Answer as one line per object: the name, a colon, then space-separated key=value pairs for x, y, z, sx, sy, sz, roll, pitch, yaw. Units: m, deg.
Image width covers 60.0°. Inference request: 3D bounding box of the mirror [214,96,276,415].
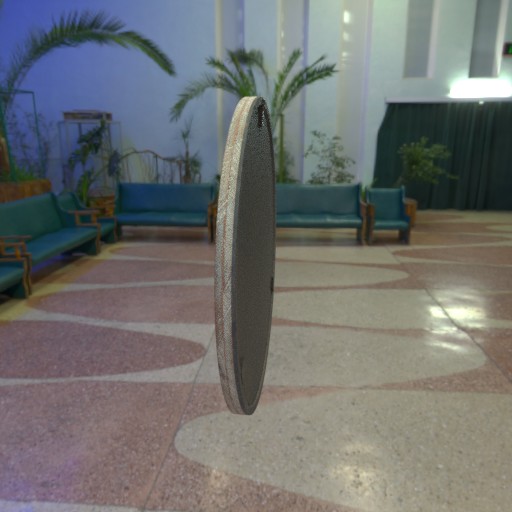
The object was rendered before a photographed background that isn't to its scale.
mirror: x=0.000 y=0.000 z=1.051 sx=0.038 sy=0.710 sz=0.710 roll=2 pitch=15 yaw=8
